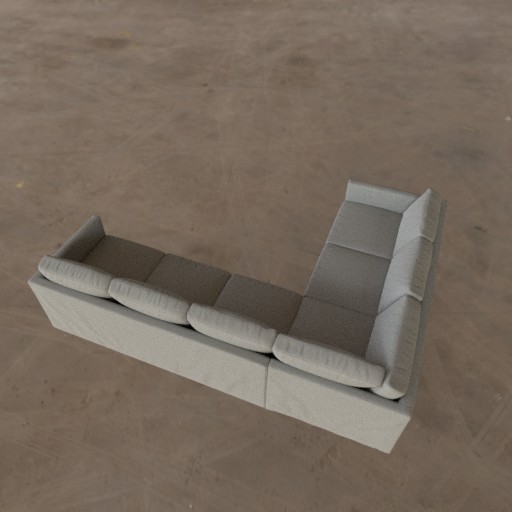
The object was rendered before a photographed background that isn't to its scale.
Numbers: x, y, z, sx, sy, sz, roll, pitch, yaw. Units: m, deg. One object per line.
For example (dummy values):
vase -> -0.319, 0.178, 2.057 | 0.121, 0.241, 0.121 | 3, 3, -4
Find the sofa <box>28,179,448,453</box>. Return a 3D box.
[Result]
sofa -> 0.000, 0.000, 4.256 | 3.182, 0.871, 2.432 | 16, 49, 15
